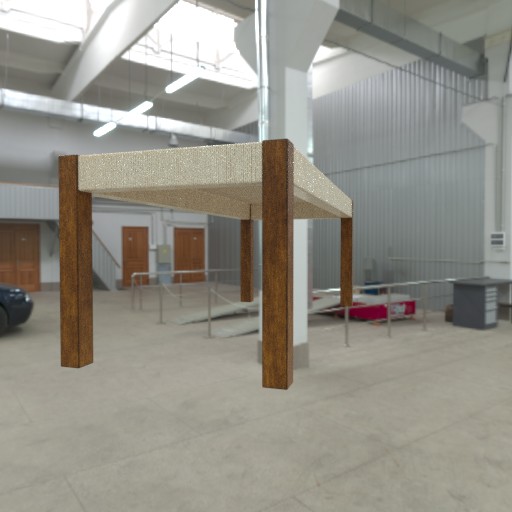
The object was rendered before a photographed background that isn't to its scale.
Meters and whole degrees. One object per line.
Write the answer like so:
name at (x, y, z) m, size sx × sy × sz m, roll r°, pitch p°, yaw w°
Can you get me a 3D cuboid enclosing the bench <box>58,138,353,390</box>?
bench at (0.000, 0.000, 1.450) m, size 0.507 × 0.457 × 1.198 m, roll 0°, pitch 2°, yaw 18°
